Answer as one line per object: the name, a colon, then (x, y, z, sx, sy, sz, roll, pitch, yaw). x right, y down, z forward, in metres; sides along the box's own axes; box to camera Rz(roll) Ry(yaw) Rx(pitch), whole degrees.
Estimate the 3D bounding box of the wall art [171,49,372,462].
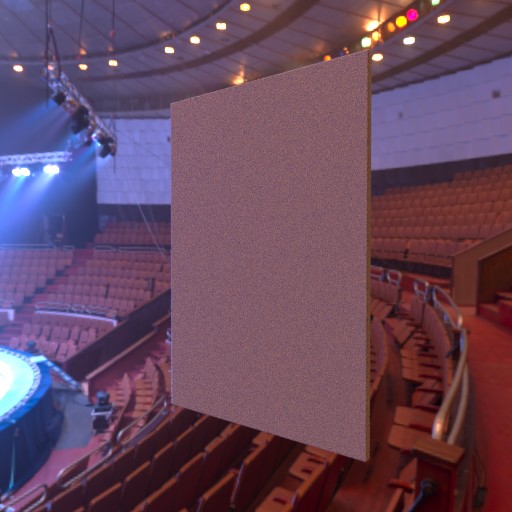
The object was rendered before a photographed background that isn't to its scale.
wall art: (0.000, 0.000, 0.617, 0.329, 0.482, 0.011, 1, 1, 36)
